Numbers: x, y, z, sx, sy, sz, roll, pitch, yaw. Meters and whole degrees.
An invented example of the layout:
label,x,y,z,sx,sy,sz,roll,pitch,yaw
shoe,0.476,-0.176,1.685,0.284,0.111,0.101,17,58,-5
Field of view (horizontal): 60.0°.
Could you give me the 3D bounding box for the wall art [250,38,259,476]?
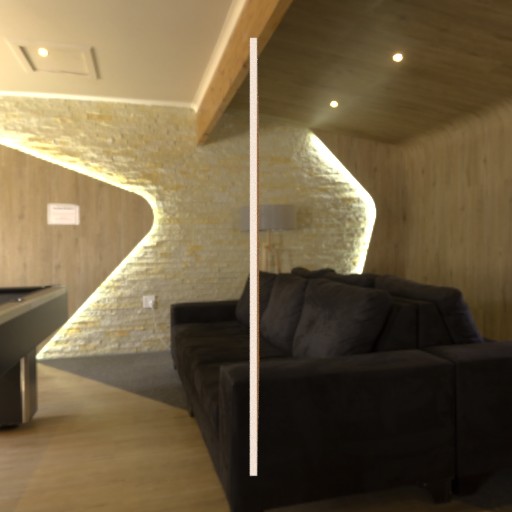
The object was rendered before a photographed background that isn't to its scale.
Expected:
label,x,y,z,sx,sy,sz,roll,pitch,yaw
wall art,0.000,0.000,0.845,0.009,0.559,0.558,0,0,1
